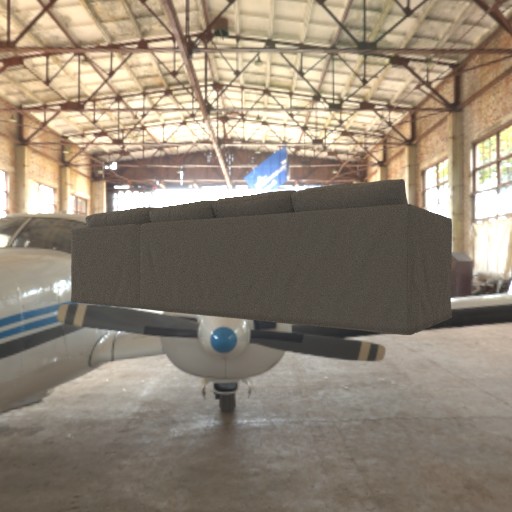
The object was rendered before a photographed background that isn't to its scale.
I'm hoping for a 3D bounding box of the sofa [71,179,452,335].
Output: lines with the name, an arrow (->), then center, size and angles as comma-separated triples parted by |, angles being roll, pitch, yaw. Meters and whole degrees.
sofa -> 0.000, 0.000, 3.880 | 3.177, 0.867, 1.622 | 0, -1, 36
